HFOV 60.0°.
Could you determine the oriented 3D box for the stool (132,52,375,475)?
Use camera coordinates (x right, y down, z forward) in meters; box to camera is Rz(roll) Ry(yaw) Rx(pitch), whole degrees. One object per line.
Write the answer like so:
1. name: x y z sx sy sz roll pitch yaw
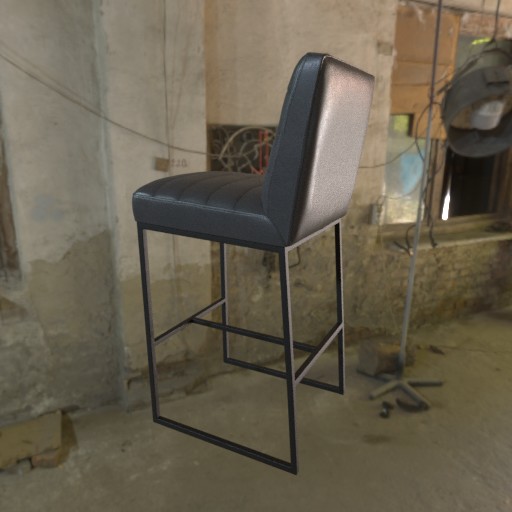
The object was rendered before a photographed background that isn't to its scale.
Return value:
1. stool: 0.000 0.000 1.326 0.552 1.040 0.457 8 18 26
